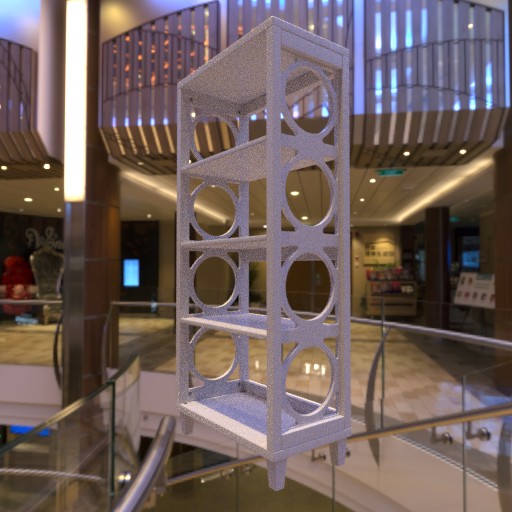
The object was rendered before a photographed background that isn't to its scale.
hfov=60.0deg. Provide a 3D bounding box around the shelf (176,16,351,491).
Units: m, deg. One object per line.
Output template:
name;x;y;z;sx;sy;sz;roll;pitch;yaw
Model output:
shelf;0.000;0.000;1.642;0.340;1.411;0.611;1;-2;-37
